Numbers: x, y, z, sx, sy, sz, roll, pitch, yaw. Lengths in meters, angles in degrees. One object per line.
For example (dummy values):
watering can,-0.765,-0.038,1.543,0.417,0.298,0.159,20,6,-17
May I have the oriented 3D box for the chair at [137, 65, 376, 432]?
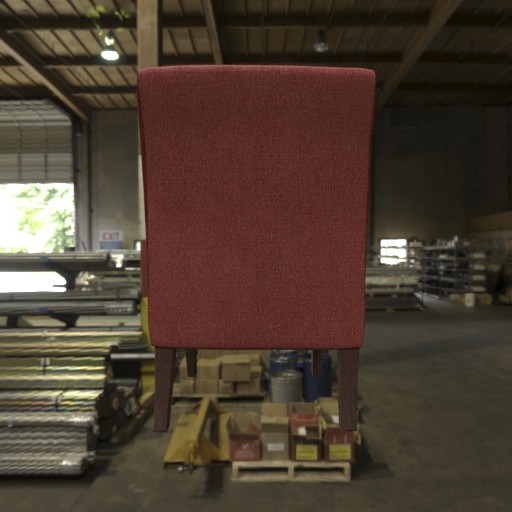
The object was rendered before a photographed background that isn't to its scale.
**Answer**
chair,0.000,0.000,1.277,0.538,0.846,0.640,0,0,0
